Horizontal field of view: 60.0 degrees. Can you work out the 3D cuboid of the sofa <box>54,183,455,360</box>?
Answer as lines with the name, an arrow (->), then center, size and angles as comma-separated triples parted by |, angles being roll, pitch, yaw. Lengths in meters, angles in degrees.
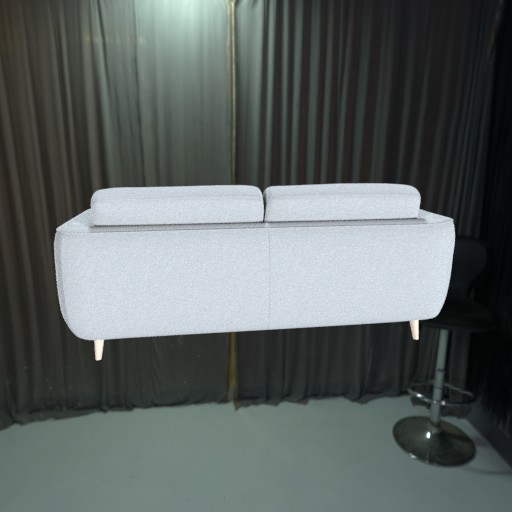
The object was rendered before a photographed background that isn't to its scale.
sofa -> 0.000, 0.000, 2.527 | 2.000, 0.850, 0.920 | -2, 14, -8
